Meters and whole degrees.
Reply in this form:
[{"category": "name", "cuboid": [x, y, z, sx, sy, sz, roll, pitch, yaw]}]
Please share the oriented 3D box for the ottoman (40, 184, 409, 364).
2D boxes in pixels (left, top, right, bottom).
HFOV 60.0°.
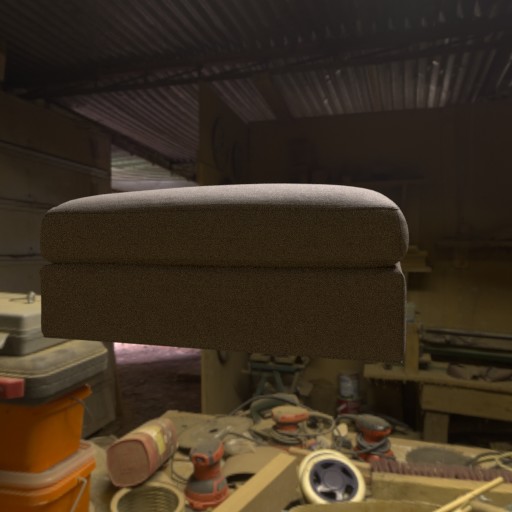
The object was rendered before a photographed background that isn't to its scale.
[{"category": "ottoman", "cuboid": [0.000, 0.000, 1.631, 1.041, 0.470, 1.041, 0, 1, 17]}]
